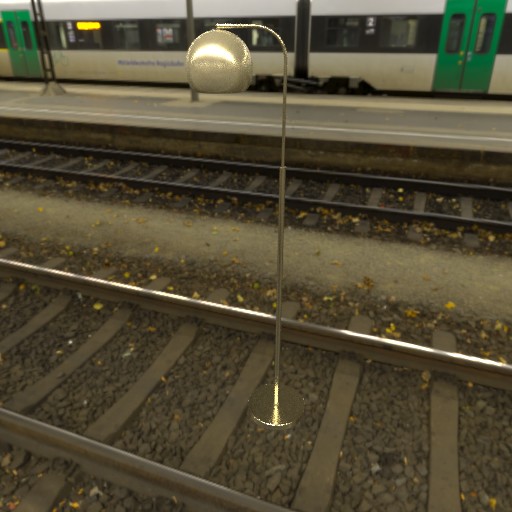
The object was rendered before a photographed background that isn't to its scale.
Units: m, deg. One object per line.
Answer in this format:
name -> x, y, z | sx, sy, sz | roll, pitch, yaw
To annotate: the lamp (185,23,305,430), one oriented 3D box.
lamp -> 0.000, 0.000, 1.642 | 0.431, 1.526, 0.250 | 0, 26, -1
